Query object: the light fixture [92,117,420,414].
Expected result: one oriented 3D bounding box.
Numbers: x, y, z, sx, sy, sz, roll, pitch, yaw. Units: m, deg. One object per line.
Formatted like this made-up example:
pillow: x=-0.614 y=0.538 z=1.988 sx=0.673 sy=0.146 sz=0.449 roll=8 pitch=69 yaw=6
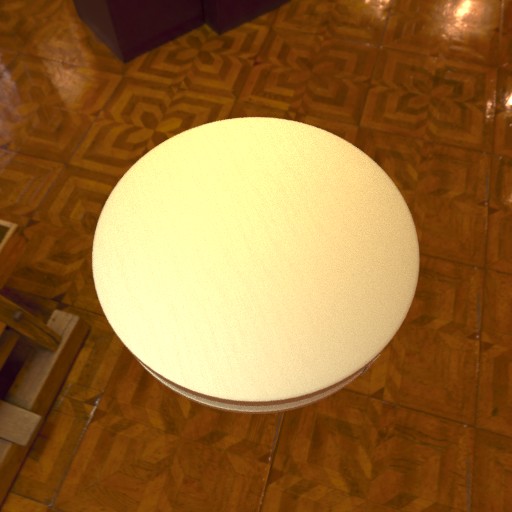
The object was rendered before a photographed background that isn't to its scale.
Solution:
light fixture: x=0.000 y=0.000 z=0.530 sx=0.356 sy=0.102 sz=0.356 roll=0 pitch=61 yaw=0
